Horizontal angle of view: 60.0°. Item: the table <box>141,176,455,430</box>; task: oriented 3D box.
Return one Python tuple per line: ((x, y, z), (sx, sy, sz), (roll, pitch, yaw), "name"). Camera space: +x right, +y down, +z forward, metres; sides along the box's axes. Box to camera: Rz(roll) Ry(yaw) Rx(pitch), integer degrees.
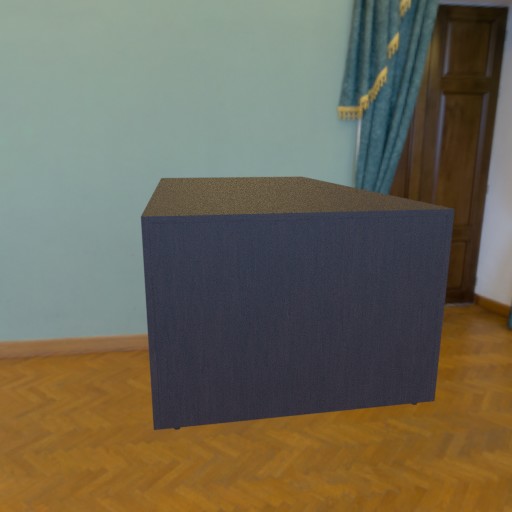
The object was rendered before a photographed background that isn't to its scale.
((0.000, 0.000, 1.393), (0.597, 0.424, 1.099), (-2, 14, -10), "table")
